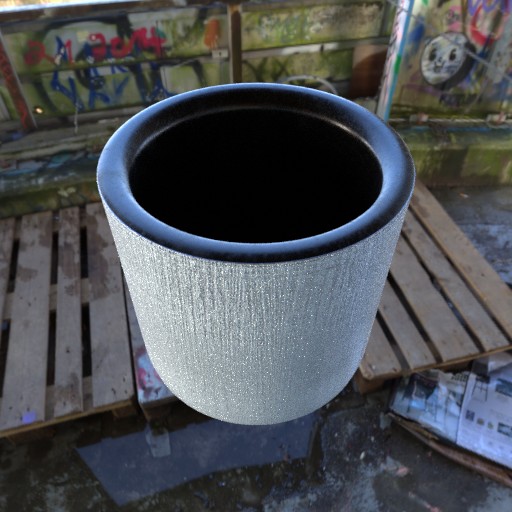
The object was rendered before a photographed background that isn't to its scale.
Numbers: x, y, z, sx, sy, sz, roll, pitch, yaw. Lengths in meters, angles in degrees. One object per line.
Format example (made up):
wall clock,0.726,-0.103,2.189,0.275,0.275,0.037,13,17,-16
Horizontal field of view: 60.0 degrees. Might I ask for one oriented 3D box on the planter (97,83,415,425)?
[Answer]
planter,0.000,0.000,0.279,0.160,0.156,0.160,0,46,0
